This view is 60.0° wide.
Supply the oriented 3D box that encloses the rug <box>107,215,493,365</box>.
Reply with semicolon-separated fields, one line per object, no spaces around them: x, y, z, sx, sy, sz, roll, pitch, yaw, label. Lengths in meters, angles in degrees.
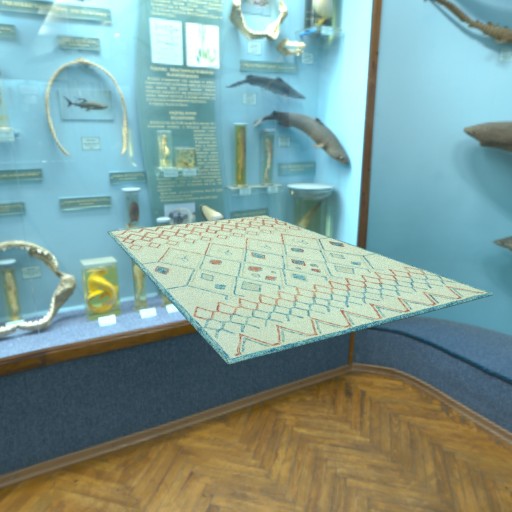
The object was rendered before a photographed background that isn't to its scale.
0.000;0.000;3.012;1.524;0.015;2.438;-8;18;-27;rug
